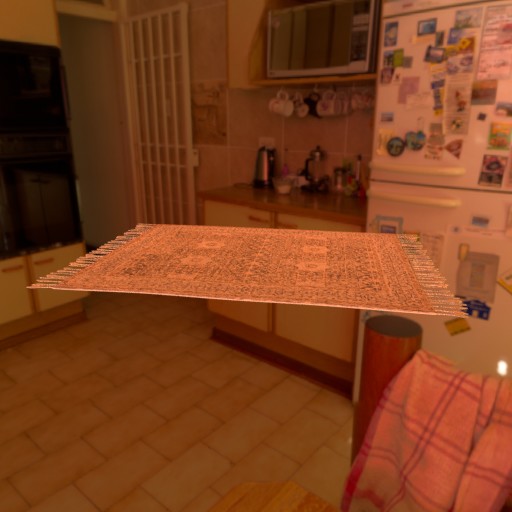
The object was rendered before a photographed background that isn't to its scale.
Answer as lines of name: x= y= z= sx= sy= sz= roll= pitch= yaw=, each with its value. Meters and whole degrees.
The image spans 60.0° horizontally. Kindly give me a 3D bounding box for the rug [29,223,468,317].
rug: x=0.000 y=0.000 z=3.120 sx=2.465 sy=0.023 sz=1.619 roll=3 pitch=18 yaw=9
